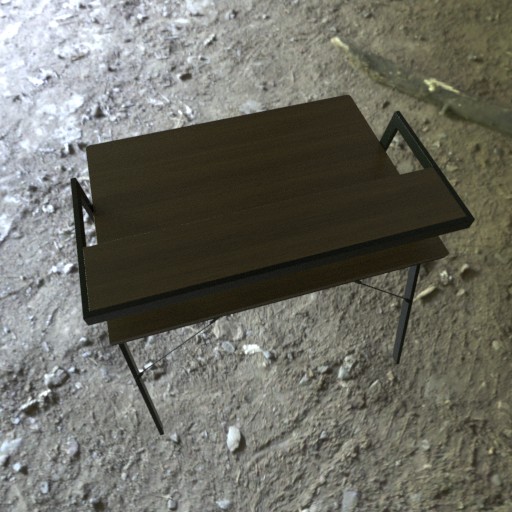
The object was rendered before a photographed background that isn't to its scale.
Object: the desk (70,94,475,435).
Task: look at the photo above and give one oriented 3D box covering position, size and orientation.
[{"bbox_3d":[0.000,0.000,1.837,1.143,0.998,0.936,-14,59,-9],"label":"desk"}]
